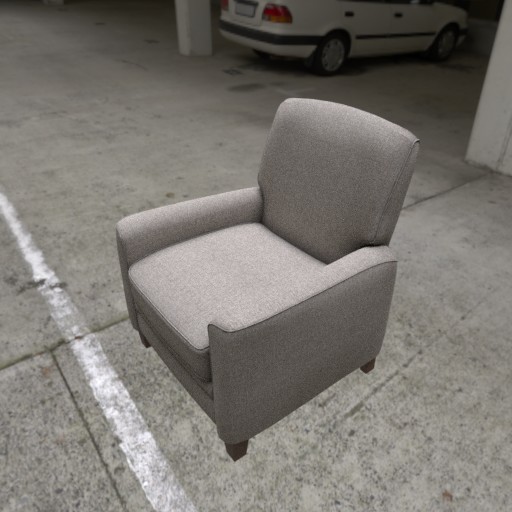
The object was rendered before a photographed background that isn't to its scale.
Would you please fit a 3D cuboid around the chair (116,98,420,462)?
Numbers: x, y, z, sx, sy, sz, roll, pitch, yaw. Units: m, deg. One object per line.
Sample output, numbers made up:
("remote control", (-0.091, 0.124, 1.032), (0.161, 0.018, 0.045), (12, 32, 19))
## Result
("chair", (0.000, 0.000, 1.691), (0.864, 1.014, 0.848), (-21, 37, -31))
